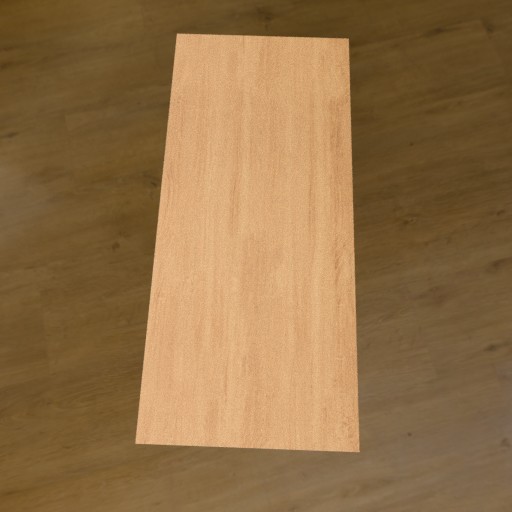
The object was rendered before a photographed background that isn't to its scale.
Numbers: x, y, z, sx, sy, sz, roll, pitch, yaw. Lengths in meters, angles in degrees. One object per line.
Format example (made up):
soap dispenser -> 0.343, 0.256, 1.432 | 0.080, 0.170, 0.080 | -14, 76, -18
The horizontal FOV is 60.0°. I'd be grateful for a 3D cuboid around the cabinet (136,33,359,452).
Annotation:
cabinet -> 0.000, 0.000, 1.514 | 0.500, 0.780, 1.110 | 2, 74, 1
